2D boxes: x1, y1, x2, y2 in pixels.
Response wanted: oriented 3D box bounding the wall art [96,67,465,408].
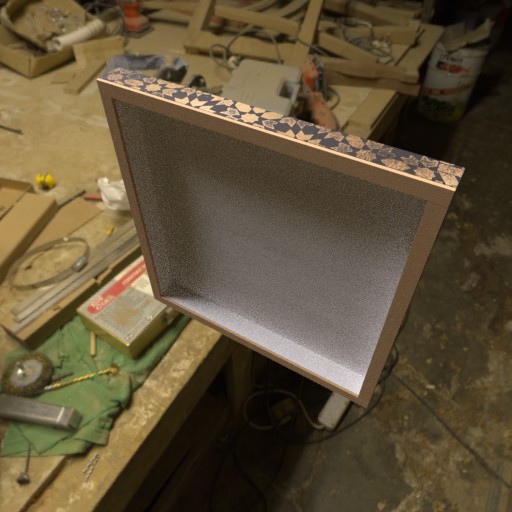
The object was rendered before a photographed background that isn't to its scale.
[{"bbox_3d":[0.000,0.000,0.594,0.405,0.405,0.038,23,50,21],"label":"wall art"}]
